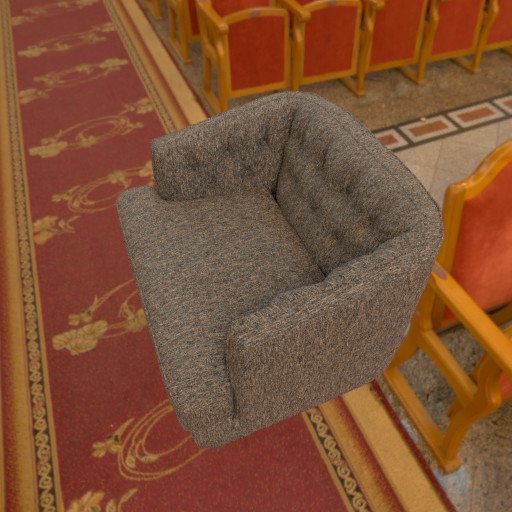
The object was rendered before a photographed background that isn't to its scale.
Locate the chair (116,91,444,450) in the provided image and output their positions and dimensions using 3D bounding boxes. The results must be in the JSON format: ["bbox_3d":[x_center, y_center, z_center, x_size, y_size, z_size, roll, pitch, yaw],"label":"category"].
[{"bbox_3d":[0.000,0.000,1.747,0.941,0.852,1.104,-16,49,-15],"label":"chair"}]
